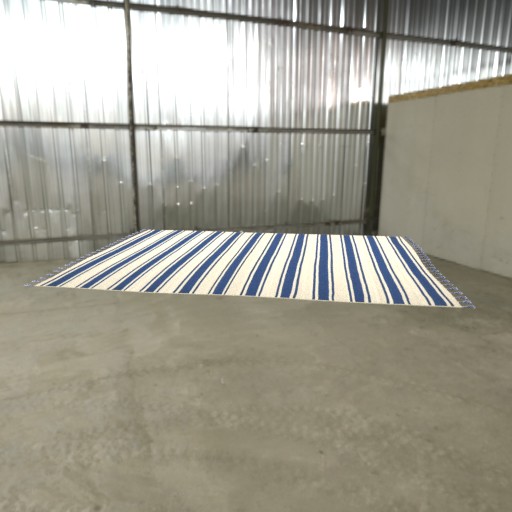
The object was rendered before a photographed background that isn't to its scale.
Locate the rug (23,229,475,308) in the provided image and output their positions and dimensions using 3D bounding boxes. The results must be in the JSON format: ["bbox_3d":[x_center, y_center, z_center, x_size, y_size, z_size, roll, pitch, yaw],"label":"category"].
[{"bbox_3d":[0.000,0.000,4.433,3.416,0.016,2.471,2,14,8],"label":"rug"}]
